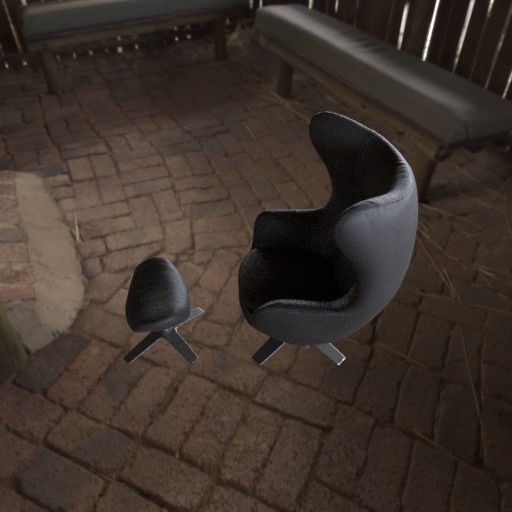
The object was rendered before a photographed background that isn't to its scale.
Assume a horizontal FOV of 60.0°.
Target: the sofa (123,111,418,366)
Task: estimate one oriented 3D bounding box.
[{"bbox_3d":[0.000,0.000,2.194,1.444,1.135,0.894,0,41,0],"label":"sofa"}]
